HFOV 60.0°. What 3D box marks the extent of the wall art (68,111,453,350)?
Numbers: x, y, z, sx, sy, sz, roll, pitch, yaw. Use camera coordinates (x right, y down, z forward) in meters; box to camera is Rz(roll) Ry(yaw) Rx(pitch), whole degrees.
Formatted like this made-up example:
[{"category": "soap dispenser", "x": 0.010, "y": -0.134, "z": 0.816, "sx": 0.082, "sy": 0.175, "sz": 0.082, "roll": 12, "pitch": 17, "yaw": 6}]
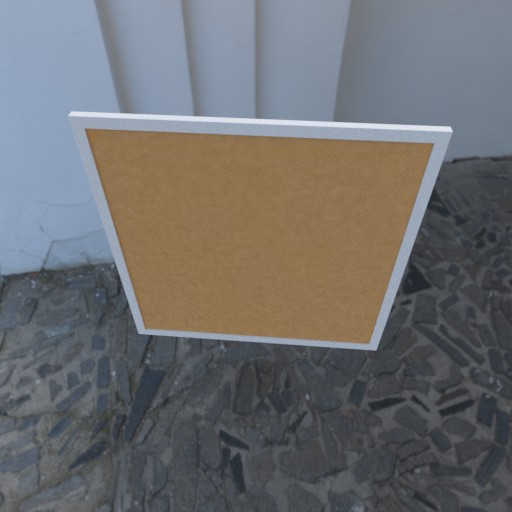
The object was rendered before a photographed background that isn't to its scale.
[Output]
[{"category": "wall art", "x": 0.000, "y": 0.000, "z": 0.692, "sx": 0.457, "sy": 0.457, "sz": 0.012, "roll": 3, "pitch": 45, "yaw": 3}]
